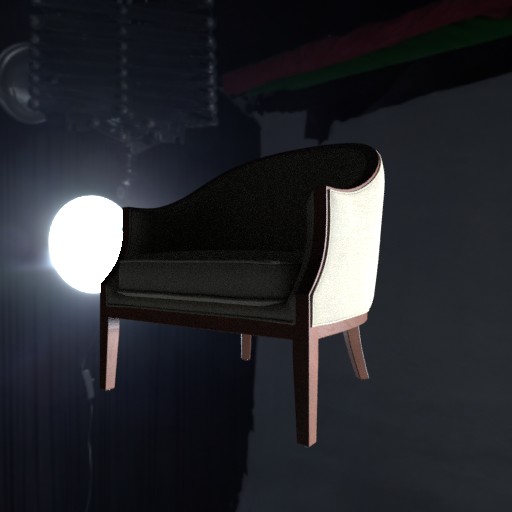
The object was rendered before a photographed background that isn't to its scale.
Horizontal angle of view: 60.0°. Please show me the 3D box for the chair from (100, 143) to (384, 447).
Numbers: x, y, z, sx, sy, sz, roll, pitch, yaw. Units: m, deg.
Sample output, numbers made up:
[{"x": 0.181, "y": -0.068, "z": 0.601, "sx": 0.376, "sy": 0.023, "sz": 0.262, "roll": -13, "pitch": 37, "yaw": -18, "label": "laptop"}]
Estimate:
[{"x": 0.000, "y": 0.000, "z": 1.493, "sx": 0.803, "sy": 0.876, "sz": 0.735, "roll": 0, "pitch": 0, "yaw": 36, "label": "chair"}]
